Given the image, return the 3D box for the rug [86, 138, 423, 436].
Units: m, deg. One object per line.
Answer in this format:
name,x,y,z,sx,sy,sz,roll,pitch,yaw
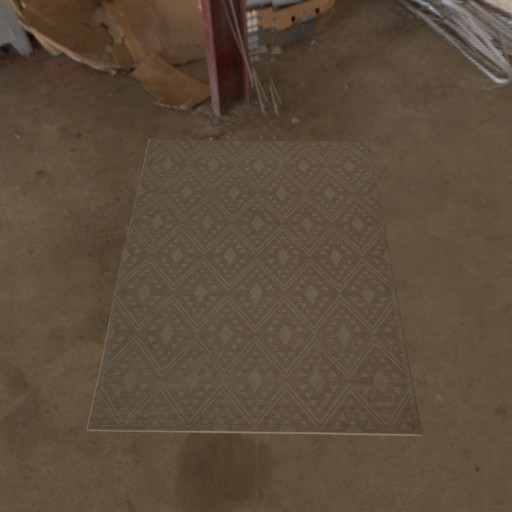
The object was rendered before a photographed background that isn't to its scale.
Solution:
rug,0.000,0.000,3.965,2.399,0.054,3.011,1,56,0
